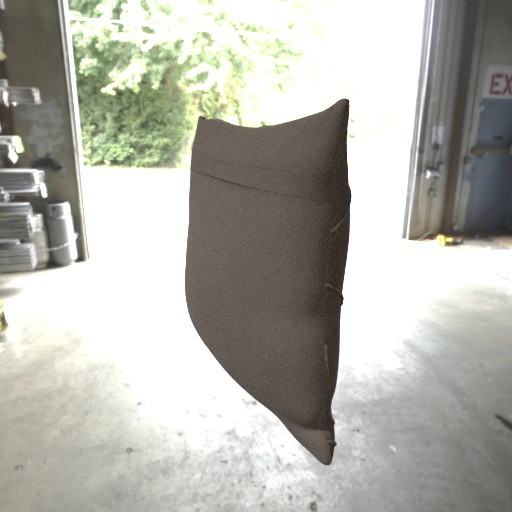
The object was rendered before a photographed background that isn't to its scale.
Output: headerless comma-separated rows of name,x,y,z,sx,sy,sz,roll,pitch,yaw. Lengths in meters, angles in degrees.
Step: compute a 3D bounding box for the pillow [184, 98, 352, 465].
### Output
pillow,0.000,0.000,0.689,0.185,0.440,0.439,-8,18,-26
